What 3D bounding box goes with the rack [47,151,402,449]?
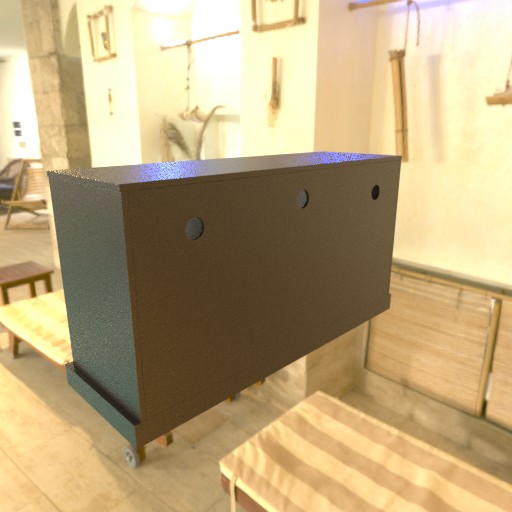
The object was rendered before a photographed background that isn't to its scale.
[{"bbox_3d":[0.000,0.000,1.519,1.206,0.635,0.399,-16,23,-42],"label":"rack"}]
